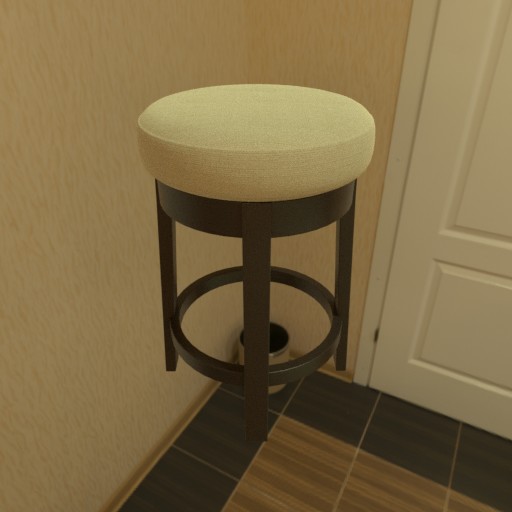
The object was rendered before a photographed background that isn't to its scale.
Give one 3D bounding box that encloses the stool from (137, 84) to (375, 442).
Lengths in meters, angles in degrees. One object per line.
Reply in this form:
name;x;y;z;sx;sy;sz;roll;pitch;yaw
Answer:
stool;0.000;0.000;0.959;0.449;0.655;0.449;0;31;0
